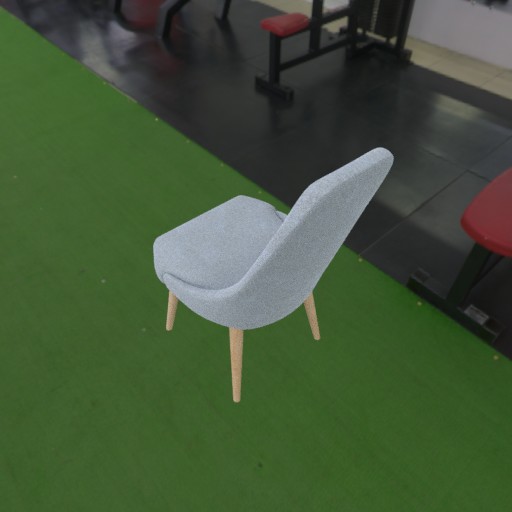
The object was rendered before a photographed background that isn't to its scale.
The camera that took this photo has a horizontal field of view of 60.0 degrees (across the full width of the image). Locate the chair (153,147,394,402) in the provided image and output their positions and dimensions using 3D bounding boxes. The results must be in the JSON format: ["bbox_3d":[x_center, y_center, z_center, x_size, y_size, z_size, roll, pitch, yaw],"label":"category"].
[{"bbox_3d":[0.000,0.000,1.421,0.510,1.040,0.660,-31,54,-26],"label":"chair"}]
